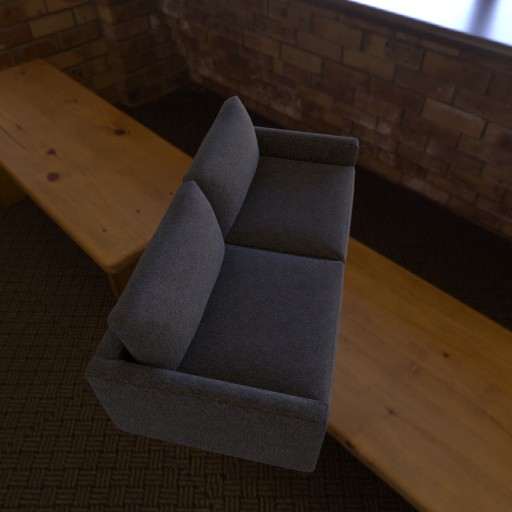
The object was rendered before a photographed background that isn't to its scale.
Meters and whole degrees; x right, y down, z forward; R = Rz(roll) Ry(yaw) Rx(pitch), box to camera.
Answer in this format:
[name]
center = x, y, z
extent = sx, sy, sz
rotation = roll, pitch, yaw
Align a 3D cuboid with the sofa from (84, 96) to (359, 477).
[sofa]
center = 0.000, 0.000, 2.160
extent = 0.866, 0.862, 1.716
rotation = 9, 48, 8
